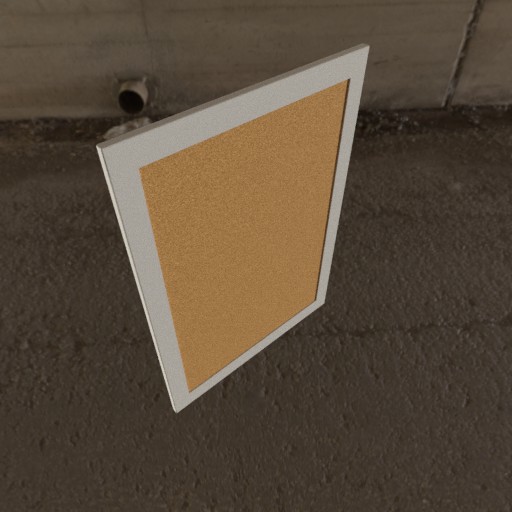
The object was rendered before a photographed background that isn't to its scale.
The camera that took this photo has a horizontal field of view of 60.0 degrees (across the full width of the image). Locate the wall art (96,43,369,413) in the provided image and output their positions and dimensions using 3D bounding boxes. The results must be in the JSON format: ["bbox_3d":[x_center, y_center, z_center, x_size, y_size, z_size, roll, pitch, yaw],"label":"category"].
[{"bbox_3d":[0.000,0.000,0.673,0.374,0.529,0.012,-32,53,-27],"label":"wall art"}]
